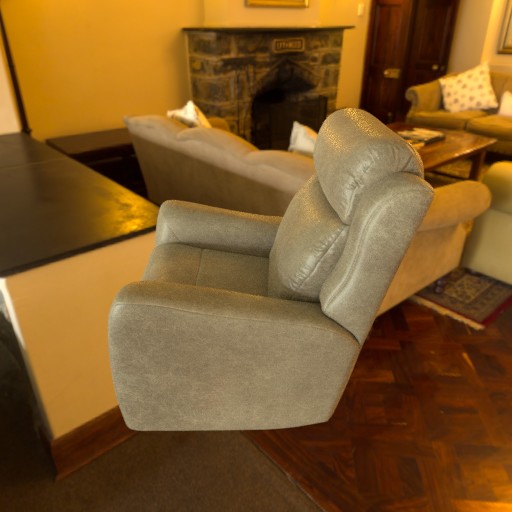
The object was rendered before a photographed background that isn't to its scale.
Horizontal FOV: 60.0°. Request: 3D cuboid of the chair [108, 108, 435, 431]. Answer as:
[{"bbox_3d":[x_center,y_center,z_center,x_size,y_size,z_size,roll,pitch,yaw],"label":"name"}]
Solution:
[{"bbox_3d":[0.000,0.000,1.874,1.068,1.116,0.967,0,28,0],"label":"chair"}]
